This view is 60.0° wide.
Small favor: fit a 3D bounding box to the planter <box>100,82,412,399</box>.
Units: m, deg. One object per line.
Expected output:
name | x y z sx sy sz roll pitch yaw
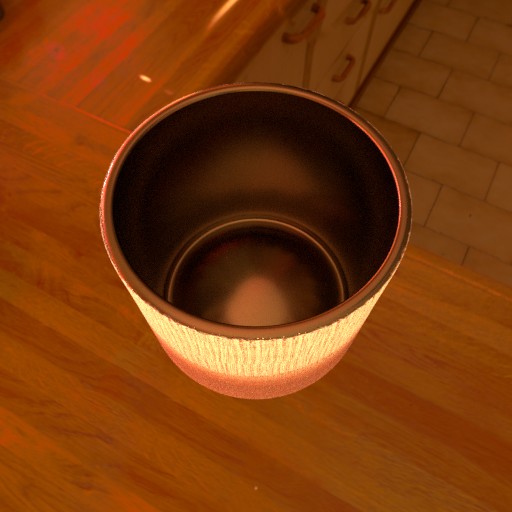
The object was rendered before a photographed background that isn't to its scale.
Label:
planter | 0.000 0.000 0.397 0.221 0.201 0.221 0 62 0
